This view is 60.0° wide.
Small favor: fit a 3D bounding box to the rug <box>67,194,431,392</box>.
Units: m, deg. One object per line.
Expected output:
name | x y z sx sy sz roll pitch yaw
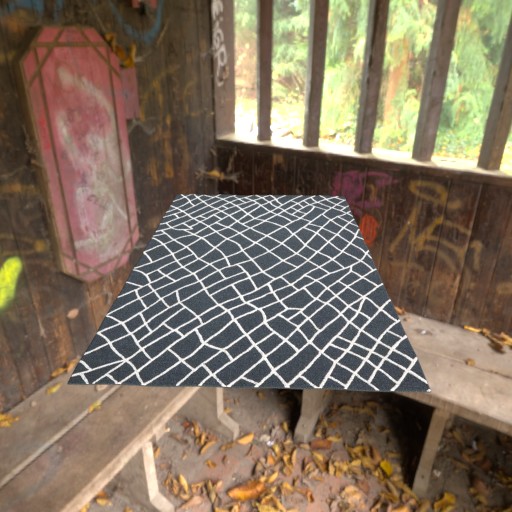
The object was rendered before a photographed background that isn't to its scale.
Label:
rug | 0.000 0.000 2.944 1.529 0.017 2.448 1 27 1
